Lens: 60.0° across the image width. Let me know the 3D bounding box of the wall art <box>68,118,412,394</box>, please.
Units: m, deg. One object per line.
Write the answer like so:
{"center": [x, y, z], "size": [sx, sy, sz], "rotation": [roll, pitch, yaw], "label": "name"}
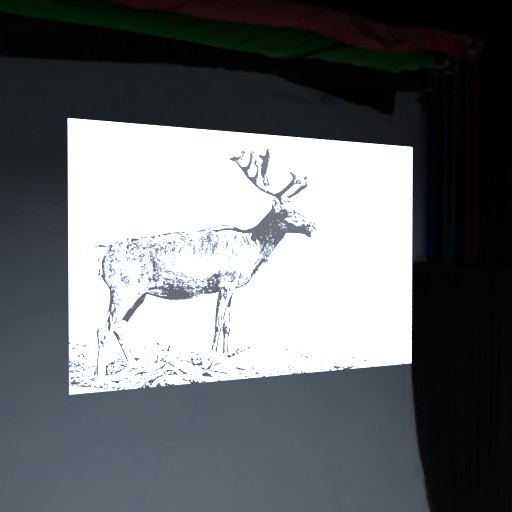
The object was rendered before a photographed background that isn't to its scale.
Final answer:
{"center": [0.000, 0.000, 0.491], "size": [0.381, 0.259, 0.038], "rotation": [0, 1, -18], "label": "wall art"}
